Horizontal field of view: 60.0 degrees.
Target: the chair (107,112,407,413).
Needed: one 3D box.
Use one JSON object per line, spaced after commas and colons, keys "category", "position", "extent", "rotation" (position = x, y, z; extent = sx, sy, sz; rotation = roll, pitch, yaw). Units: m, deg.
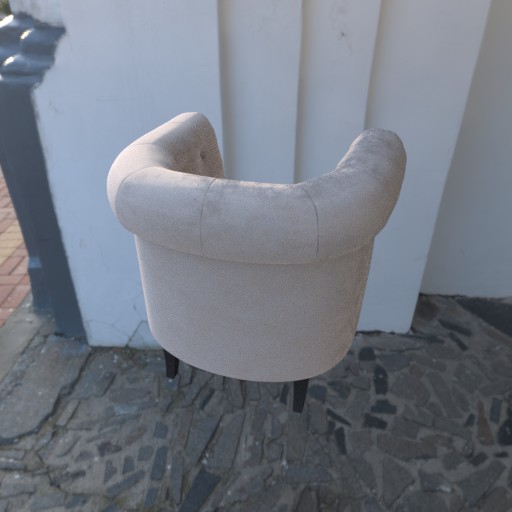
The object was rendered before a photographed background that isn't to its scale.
{"category": "chair", "position": [0.000, 0.000, 1.582], "extent": [0.904, 0.826, 0.851], "rotation": [10, 33, 16]}
